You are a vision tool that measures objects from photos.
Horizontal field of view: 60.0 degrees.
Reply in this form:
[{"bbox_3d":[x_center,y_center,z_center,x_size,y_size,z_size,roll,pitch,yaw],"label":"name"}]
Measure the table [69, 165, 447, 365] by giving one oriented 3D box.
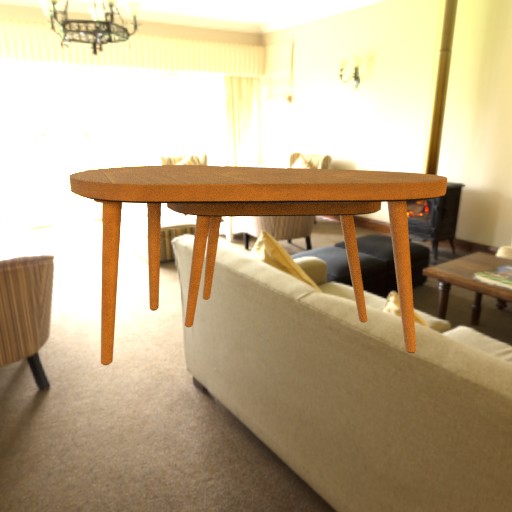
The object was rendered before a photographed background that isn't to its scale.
[{"bbox_3d":[0.000,0.000,1.582,1.190,0.595,0.701,2,17,7],"label":"table"}]
